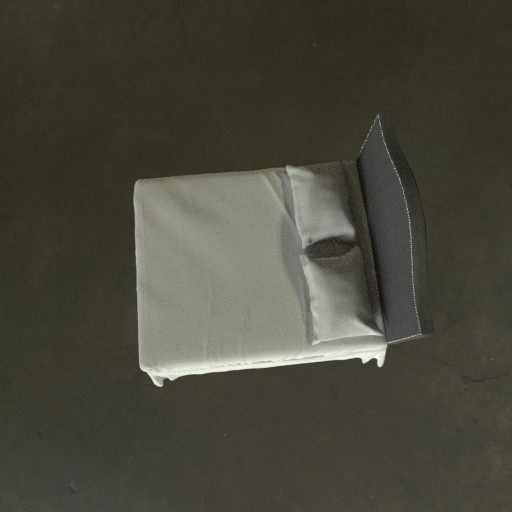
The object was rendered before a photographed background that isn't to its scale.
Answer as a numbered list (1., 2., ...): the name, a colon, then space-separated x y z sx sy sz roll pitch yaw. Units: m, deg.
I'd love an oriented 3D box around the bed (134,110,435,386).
1. bed: 0.000 0.000 3.499 2.221 1.645 1.876 -5 75 -1
